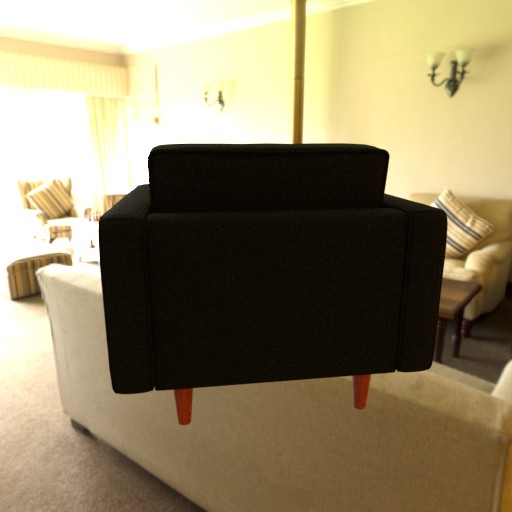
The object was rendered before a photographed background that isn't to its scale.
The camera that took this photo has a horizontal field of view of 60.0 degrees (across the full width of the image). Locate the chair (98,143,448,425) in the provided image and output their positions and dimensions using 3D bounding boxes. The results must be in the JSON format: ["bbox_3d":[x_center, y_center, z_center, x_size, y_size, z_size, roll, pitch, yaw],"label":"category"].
[{"bbox_3d":[0.000,0.000,1.561,0.899,0.770,0.920,-2,14,-8],"label":"chair"}]
